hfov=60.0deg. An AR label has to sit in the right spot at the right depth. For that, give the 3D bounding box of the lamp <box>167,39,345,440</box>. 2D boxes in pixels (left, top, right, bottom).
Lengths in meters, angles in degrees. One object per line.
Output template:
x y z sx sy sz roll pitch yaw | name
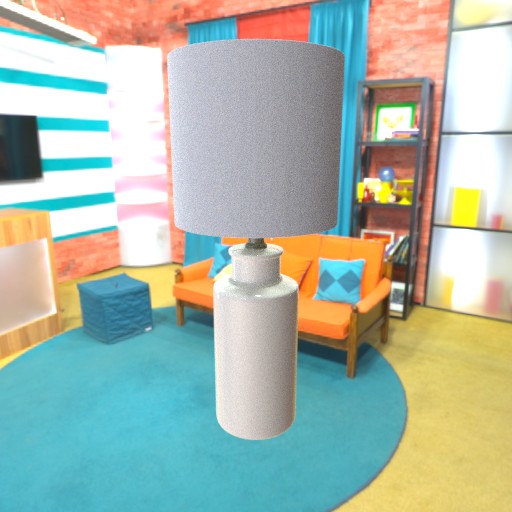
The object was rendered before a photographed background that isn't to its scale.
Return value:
0.000 0.000 0.598 0.212 0.493 0.212 -2 14 -8 | lamp
